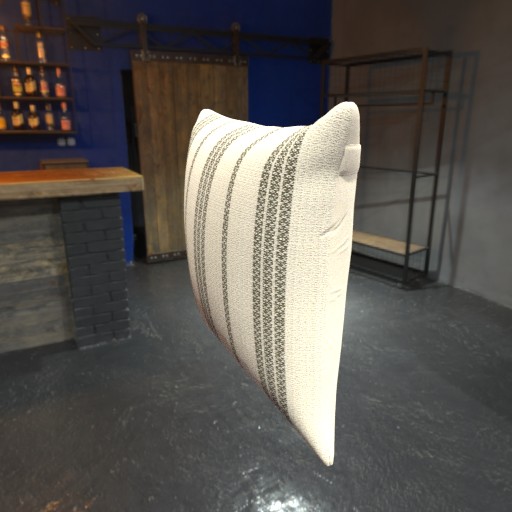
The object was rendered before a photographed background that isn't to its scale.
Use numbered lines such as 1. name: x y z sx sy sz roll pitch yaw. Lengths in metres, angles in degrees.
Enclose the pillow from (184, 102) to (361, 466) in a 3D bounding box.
1. pillow: 0.000 0.000 0.634 0.173 0.406 0.405 -8 19 -25
